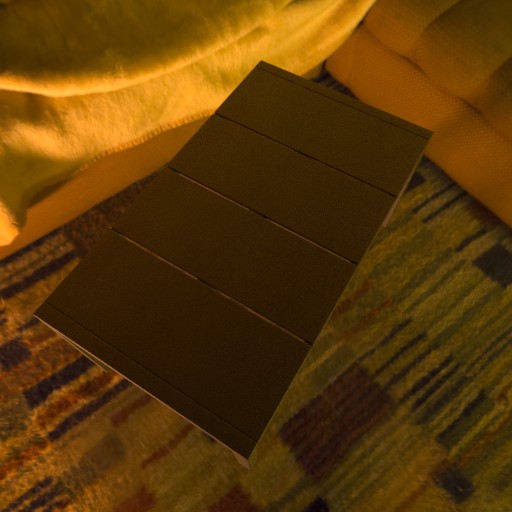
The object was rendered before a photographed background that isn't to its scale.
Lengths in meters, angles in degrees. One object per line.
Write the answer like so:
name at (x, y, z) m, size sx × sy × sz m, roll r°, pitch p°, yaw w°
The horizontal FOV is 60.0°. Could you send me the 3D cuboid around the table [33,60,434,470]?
table at (0.000, 0.000, 1.296) m, size 0.559 × 0.460 × 0.965 m, roll 29°, pitch 66°, yaw 14°
